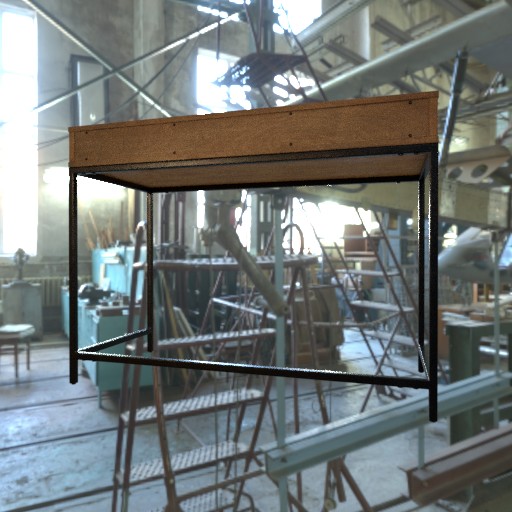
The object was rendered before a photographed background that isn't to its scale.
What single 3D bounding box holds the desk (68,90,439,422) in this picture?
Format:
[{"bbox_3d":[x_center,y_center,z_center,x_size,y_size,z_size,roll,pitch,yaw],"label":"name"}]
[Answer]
[{"bbox_3d":[0.000,0.000,1.387,1.016,0.762,0.470,0,1,17],"label":"desk"}]
